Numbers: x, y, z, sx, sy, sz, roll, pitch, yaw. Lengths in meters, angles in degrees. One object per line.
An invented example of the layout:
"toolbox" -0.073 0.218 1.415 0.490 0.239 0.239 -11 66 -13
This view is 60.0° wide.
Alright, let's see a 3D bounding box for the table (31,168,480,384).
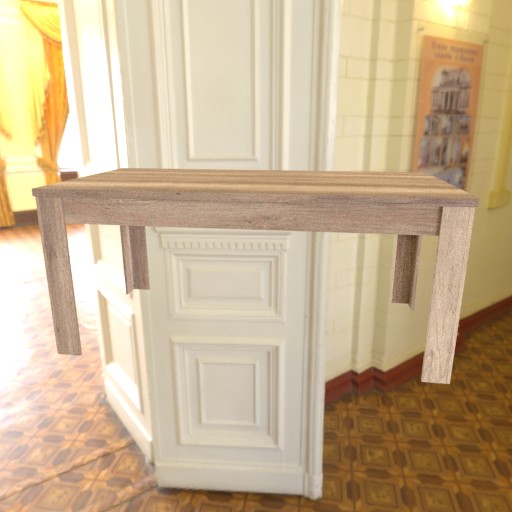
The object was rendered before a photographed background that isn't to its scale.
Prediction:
"table" 0.000 0.000 2.301 1.800 0.790 0.900 2 17 8
